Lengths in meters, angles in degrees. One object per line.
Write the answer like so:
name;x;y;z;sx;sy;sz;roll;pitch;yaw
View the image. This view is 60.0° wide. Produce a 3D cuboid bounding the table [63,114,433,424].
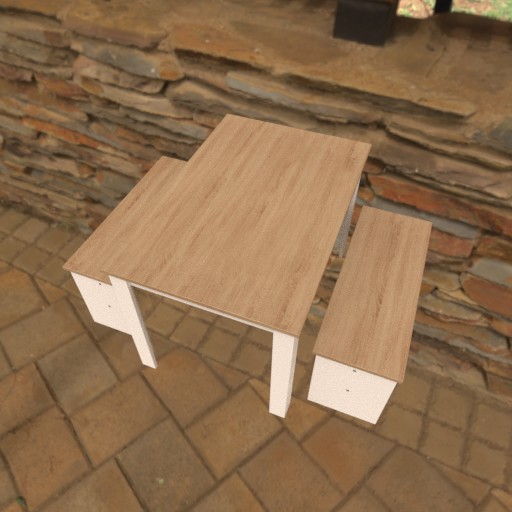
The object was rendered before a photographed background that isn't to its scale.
table;0.000;0.000;2.053;1.443;0.700;1.100;16;50;14
